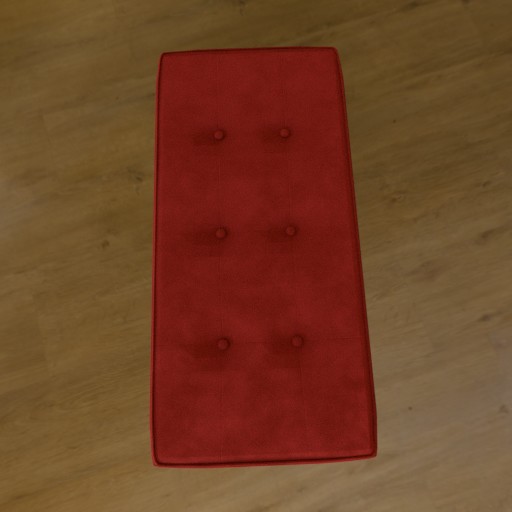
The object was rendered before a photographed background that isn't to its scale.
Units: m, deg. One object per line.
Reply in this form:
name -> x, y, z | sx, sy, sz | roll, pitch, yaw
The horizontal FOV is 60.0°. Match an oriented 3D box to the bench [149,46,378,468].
bench -> 0.000, 0.000, 1.247 | 0.492, 0.471, 1.016 | -2, 76, -1
